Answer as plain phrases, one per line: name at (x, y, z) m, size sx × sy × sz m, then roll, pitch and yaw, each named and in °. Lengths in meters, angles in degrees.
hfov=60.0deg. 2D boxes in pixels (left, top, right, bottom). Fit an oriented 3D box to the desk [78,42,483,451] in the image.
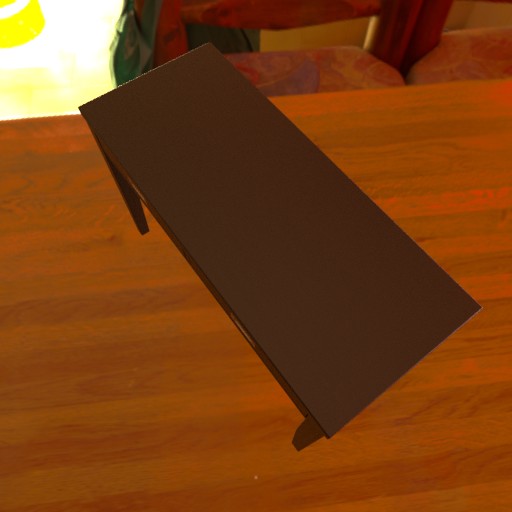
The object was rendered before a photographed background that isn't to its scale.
desk at (0.000, 0.000, 1.602) m, size 0.508 × 0.775 × 1.220 m, roll -34°, pitch 68°, yaw -15°
